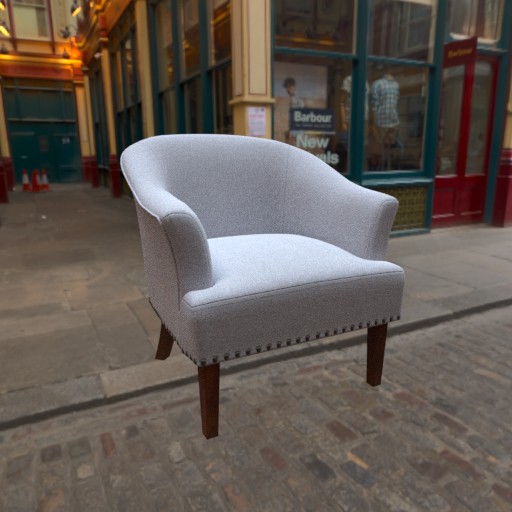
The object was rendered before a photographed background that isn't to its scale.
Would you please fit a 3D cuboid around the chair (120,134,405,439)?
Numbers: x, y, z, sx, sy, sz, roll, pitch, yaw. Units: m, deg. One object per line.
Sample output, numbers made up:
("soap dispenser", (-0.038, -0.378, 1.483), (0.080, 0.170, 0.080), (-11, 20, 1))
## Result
("chair", (0.000, 0.000, 1.502), (0.798, 0.815, 0.704), (-7, 15, -27))
